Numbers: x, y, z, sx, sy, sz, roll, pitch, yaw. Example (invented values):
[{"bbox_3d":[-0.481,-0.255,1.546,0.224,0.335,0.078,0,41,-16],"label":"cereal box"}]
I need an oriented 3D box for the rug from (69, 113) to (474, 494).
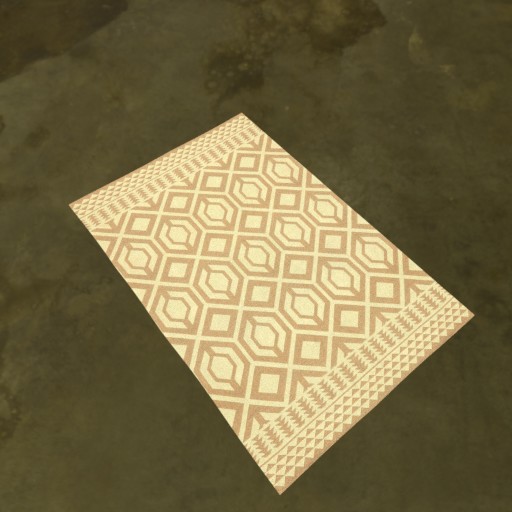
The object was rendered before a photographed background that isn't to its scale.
[{"bbox_3d":[0.000,0.000,2.301,1.219,0.008,1.829,-34,64,-19],"label":"rug"}]
